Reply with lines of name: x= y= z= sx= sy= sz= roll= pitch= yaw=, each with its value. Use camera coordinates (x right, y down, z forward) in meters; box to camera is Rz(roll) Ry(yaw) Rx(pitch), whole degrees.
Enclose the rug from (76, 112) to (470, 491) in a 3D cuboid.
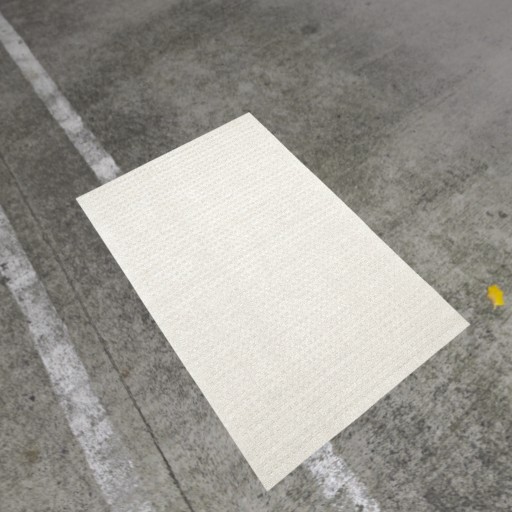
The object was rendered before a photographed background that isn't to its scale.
rug: x=0.000 y=0.000 z=2.909 sx=1.523 sy=0.006 sz=2.289 roll=-32 pitch=64 yaw=-18
